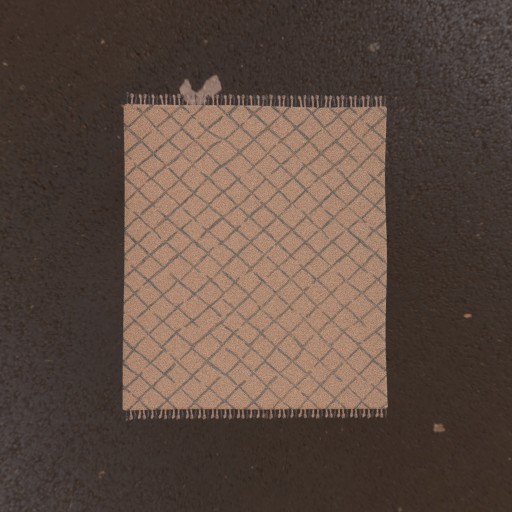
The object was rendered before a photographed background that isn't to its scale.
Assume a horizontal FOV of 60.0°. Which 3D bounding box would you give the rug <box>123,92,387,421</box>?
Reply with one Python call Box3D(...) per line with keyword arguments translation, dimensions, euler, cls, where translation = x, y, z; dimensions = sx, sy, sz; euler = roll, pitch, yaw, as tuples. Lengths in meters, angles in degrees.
Box3D(translation=(0.000, 0.000, 4.861), dimensions=(2.892, 0.036, 3.585), euler=(0, 89, -1), cls="rug")
